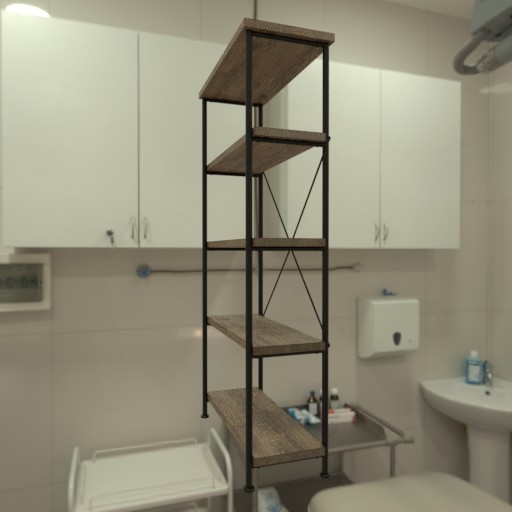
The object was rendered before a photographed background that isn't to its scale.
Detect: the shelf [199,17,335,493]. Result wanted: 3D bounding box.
[{"bbox_3d":[0.000,0.000,2.016,0.360,1.700,0.800,0,1,-19],"label":"shelf"}]
